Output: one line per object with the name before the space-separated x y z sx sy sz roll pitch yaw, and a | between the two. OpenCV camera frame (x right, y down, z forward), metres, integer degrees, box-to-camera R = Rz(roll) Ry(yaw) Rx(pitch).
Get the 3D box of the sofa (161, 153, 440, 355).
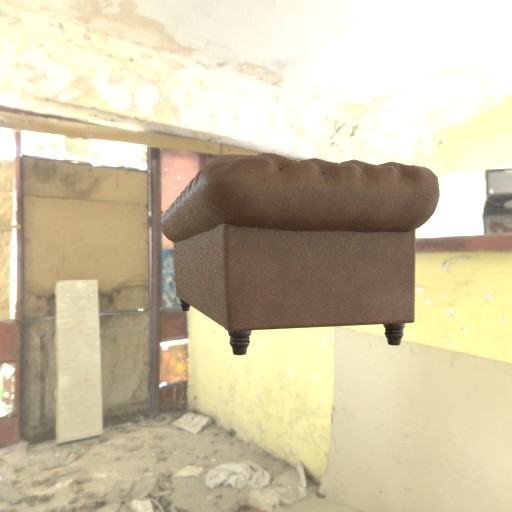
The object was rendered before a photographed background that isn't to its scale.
sofa | 0.000 0.000 2.574 0.955 0.784 2.048 0 -1 -17
